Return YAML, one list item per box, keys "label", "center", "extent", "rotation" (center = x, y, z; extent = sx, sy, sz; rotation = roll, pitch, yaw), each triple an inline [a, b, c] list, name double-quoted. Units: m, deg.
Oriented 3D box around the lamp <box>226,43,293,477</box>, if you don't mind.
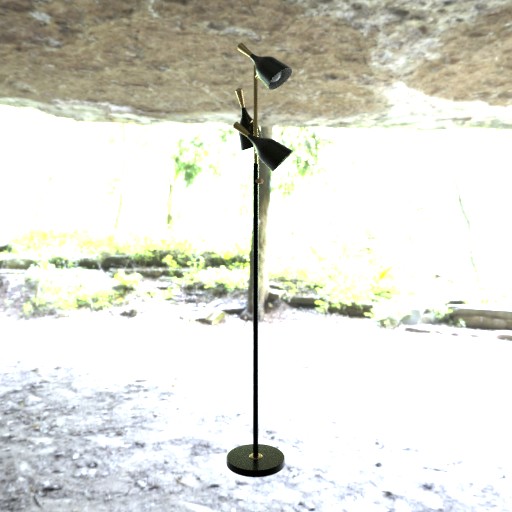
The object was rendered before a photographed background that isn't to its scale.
- label: "lamp"
  center: [0.000, 0.000, 1.895]
  extent: [0.253, 1.778, 0.434]
  rotation: [0, 1, -20]
